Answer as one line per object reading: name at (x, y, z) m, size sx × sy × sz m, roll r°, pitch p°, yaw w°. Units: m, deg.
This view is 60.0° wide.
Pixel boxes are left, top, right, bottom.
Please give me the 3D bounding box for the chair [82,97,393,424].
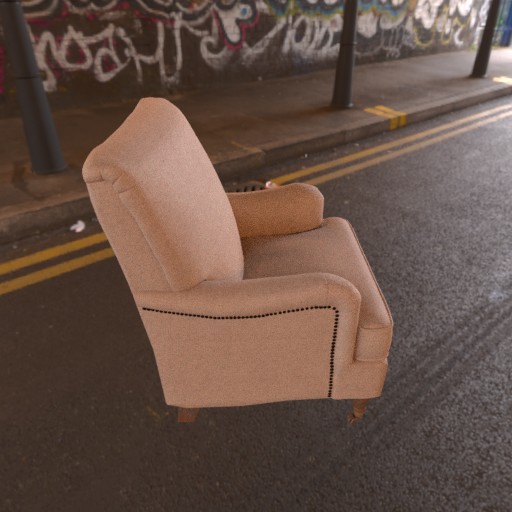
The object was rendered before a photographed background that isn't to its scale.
chair at (0.000, 0.000, 1.794) m, size 0.953 × 1.119 × 0.879 m, roll -1°, pitch 31°, yaw -1°
